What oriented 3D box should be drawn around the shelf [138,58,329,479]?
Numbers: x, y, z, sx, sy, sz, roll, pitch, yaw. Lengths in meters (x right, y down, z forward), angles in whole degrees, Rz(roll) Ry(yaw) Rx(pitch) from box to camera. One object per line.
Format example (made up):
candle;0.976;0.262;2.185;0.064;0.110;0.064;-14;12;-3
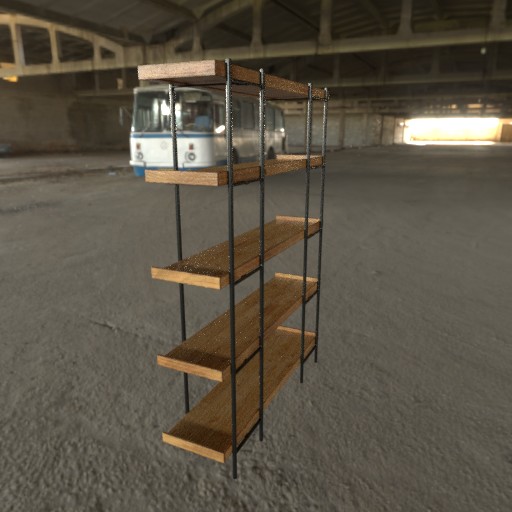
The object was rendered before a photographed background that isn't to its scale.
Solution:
shelf;0.000;0.000;2.446;0.379;1.826;1.371;7;17;25
